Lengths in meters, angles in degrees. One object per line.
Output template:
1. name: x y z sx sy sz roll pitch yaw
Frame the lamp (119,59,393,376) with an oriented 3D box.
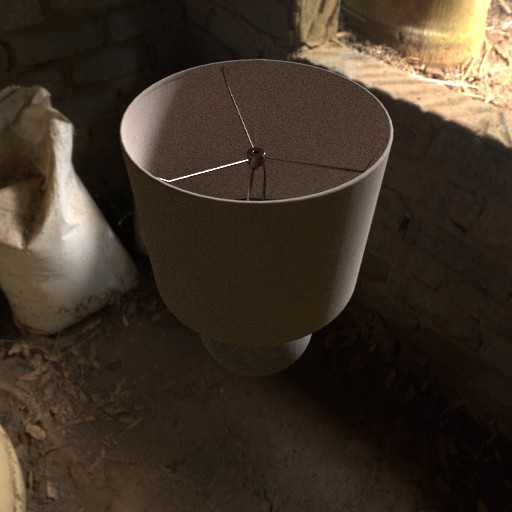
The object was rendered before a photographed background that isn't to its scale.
1. lamp: 0.000 0.000 0.592 0.269 0.409 0.269 10 48 9
